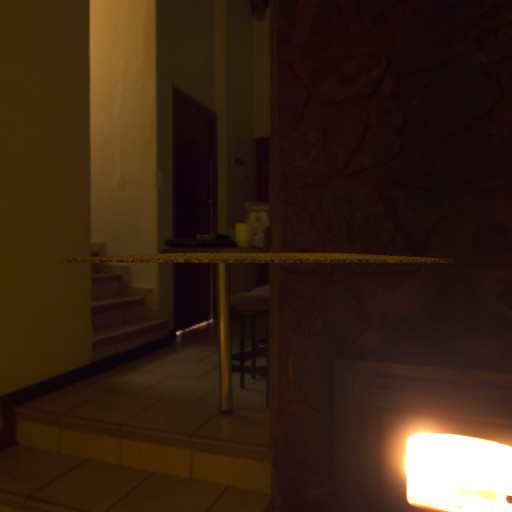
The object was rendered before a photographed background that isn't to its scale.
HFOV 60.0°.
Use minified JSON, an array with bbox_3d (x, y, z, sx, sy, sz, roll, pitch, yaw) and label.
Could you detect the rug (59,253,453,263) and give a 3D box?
[{"bbox_3d":[0.000,0.000,2.225,1.189,0.011,1.808,0,1,0],"label":"rug"}]
